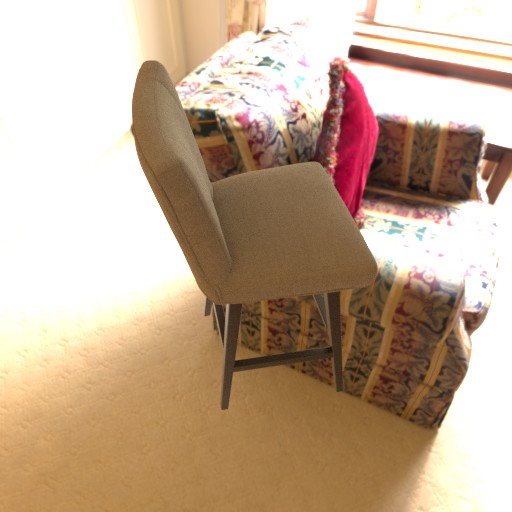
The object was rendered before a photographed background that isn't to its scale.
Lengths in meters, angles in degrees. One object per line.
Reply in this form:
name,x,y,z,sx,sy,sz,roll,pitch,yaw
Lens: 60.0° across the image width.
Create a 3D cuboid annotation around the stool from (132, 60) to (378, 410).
stool,0.000,0.000,1.409,0.574,1.086,0.514,-9,47,-9
